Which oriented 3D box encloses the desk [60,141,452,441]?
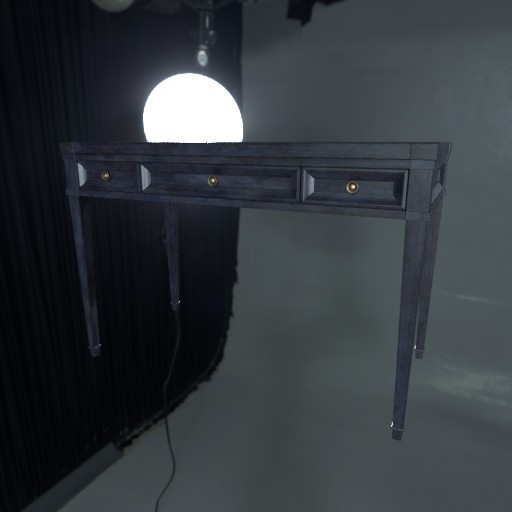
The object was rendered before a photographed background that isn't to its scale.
[{"bbox_3d":[0.000,0.000,1.728,1.289,0.861,0.630,7,16,25],"label":"desk"}]
